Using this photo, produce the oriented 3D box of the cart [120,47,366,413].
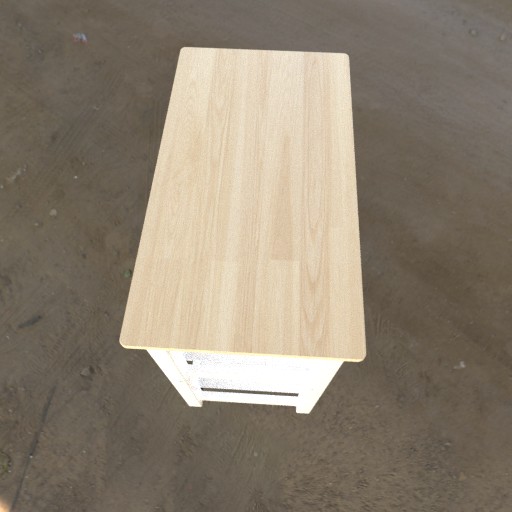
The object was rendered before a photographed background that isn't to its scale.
[{"bbox_3d":[0.000,0.000,1.431,0.457,0.927,0.899,3,62,2],"label":"cart"}]
